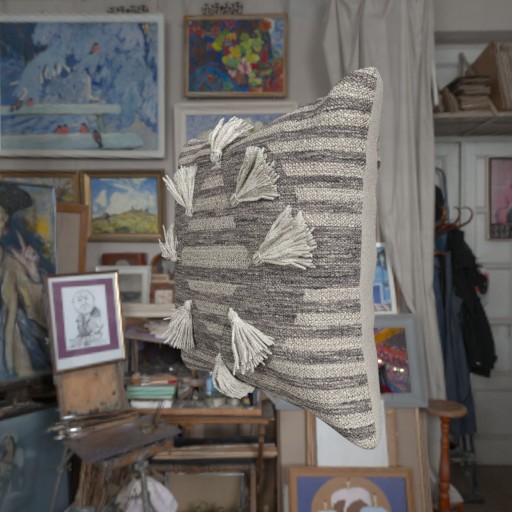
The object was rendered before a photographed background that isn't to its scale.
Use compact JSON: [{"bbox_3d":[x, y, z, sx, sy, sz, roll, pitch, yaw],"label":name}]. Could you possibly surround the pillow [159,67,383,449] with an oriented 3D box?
[{"bbox_3d":[0.000,0.000,0.746,0.234,0.490,0.484,0,1,-37],"label":"pillow"}]
